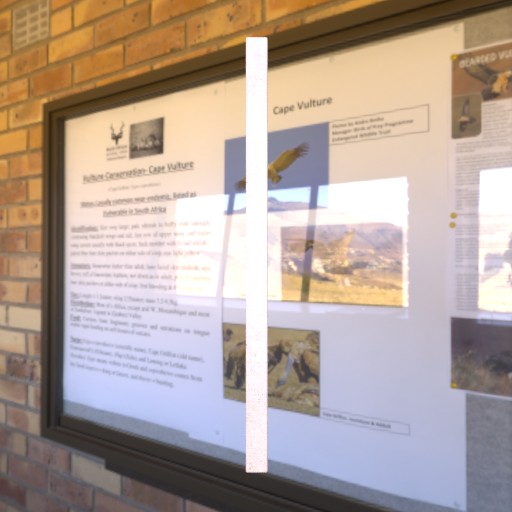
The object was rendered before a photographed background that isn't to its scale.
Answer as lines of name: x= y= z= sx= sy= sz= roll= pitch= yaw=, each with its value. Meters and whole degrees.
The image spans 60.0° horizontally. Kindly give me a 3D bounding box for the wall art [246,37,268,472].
wall art: x=0.000 y=0.000 z=1.155 sx=0.038 sy=0.762 sz=0.762 roll=0 pitch=-1 yaw=0
